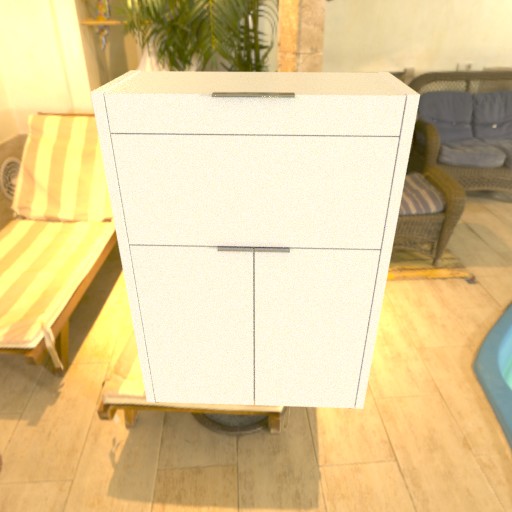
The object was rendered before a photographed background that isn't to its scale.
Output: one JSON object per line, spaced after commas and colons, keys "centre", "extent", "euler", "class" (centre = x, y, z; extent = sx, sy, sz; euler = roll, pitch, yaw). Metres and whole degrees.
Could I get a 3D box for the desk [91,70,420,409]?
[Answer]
{"centre": [0.000, 0.000, 1.601], "extent": [0.850, 1.190, 0.390], "euler": [1, 31, 2], "class": "desk"}
